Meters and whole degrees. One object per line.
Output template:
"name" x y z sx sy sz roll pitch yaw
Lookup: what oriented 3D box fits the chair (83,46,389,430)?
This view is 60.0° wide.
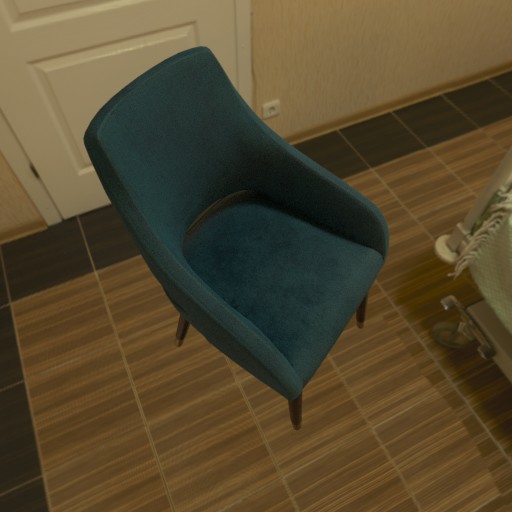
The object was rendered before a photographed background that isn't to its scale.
"chair" 0.000 0.000 1.518 0.794 1.081 0.683 30 61 19
